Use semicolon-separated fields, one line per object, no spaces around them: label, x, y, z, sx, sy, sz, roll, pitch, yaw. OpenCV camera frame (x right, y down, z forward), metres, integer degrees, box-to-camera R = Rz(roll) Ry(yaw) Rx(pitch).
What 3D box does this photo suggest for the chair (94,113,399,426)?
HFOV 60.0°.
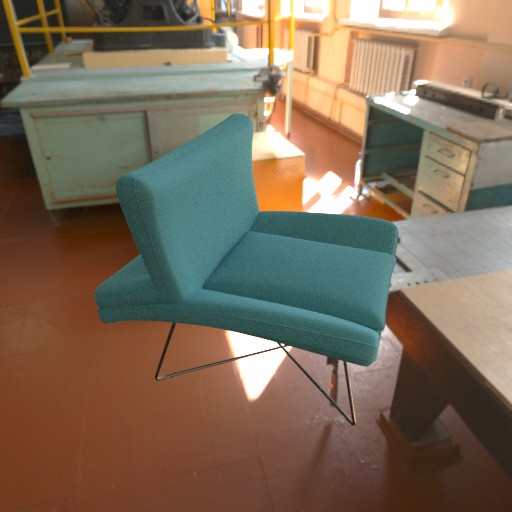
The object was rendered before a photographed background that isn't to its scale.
chair;0.000;0.000;1.682;1.008;0.855;0.859;10;32;17
